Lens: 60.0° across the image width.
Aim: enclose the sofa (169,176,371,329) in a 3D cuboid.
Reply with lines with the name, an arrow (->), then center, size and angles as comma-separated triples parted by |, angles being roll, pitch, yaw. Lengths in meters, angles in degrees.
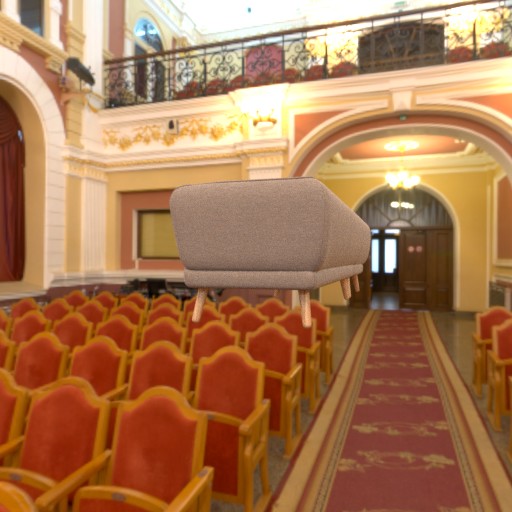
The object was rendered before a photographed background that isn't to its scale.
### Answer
sofa -> 0.000, 0.000, 3.385 | 1.532, 0.693, 2.653 | 0, 0, 18
